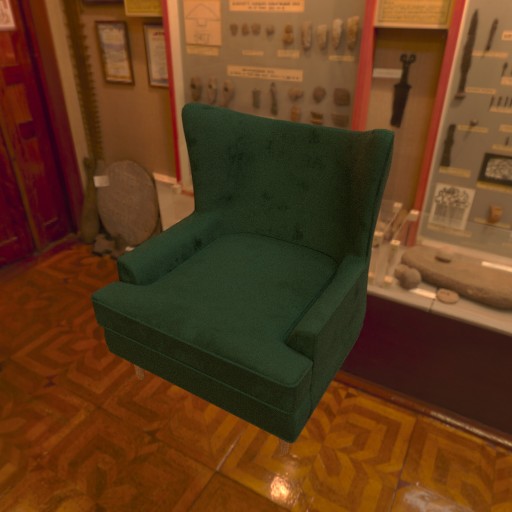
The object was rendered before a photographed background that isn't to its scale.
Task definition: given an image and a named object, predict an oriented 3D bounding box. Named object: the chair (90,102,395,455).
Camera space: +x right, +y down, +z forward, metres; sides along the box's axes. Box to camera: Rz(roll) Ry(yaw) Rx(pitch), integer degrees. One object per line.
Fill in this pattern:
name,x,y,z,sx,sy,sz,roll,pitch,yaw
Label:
chair,0.000,0.000,1.618,0.793,0.952,0.910,17,35,26
